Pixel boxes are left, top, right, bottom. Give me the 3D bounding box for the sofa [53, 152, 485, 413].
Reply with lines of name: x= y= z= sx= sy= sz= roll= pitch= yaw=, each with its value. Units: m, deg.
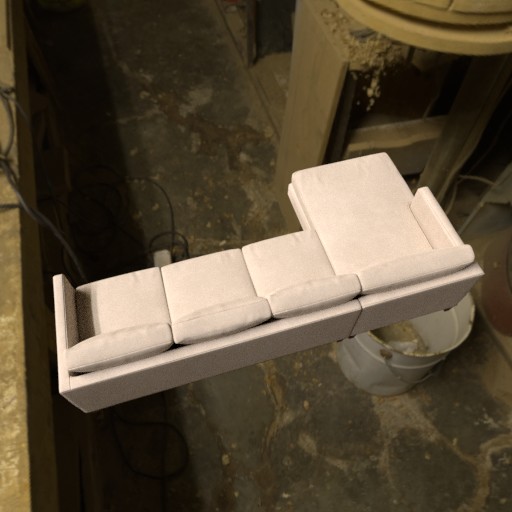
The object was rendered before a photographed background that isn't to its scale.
sofa: x=0.000 y=0.000 z=3.758 sx=3.186 sy=0.846 sz=1.625 roll=-14 pitch=59 yaw=-9
